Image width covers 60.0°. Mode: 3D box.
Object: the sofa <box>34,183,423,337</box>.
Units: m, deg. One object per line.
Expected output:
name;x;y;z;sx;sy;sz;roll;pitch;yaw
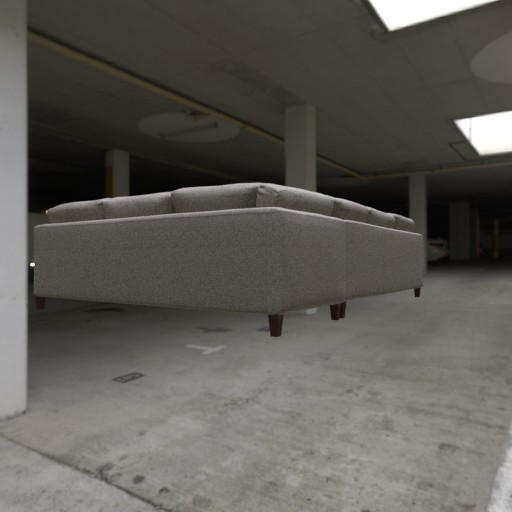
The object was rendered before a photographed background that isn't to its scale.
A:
sofa;0.000;0.000;4.540;2.593;0.947;3.302;0;-1;34
